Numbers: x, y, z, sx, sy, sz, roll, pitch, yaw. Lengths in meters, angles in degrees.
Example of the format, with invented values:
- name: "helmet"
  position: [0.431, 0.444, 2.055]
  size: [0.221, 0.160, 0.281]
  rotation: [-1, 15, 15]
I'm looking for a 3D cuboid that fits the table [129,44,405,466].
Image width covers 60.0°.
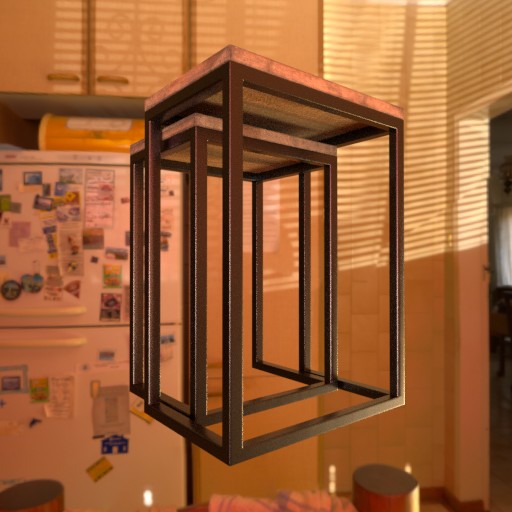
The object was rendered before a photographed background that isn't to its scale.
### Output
- name: "table"
  position: [0.000, 0.000, 0.957]
  size: [0.456, 0.615, 0.460]
  rotation: [0, -1, -36]
